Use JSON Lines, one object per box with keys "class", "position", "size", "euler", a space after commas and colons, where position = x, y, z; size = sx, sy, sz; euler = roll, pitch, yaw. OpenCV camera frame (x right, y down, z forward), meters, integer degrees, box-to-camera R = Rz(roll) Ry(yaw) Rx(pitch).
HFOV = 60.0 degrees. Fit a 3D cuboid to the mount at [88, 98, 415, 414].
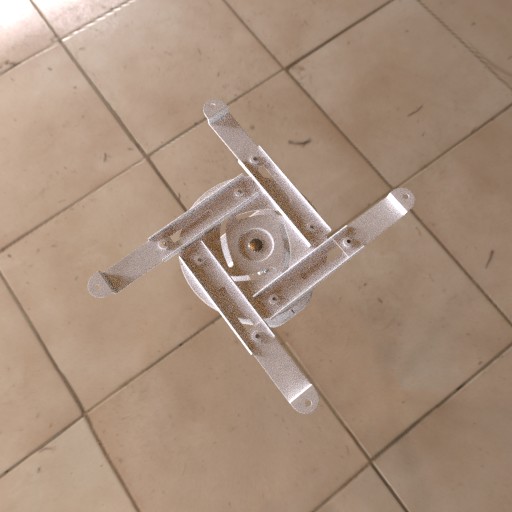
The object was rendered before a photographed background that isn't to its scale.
{"class": "mount", "position": [0.000, 0.000, 0.614], "size": [0.394, 0.141, 0.394], "euler": [-36, 78, -9]}
